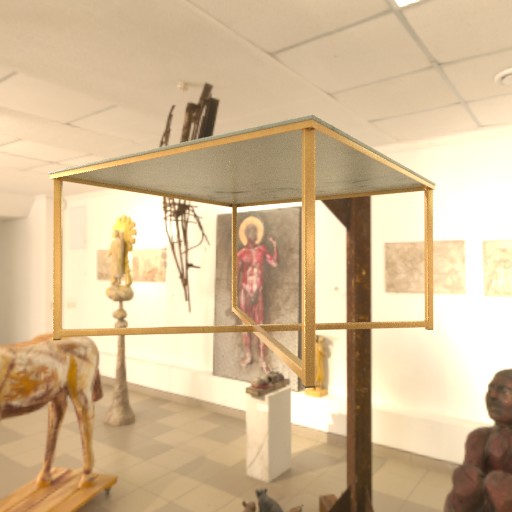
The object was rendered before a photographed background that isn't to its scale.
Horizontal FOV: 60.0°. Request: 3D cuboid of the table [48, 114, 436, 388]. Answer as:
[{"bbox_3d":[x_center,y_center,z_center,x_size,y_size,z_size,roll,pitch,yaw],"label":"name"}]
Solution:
[{"bbox_3d":[0.000,0.000,1.278,0.800,0.450,0.800,0,-1,36],"label":"table"}]
